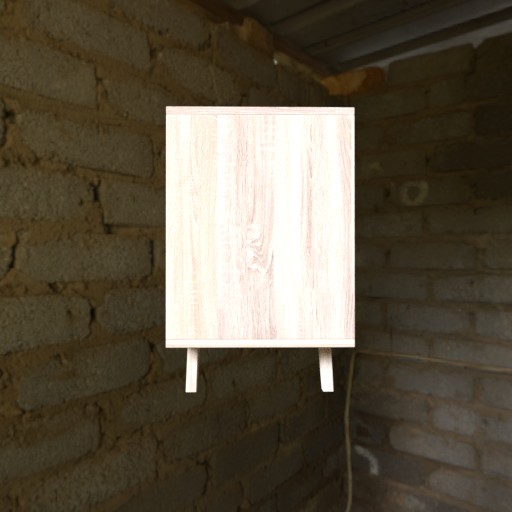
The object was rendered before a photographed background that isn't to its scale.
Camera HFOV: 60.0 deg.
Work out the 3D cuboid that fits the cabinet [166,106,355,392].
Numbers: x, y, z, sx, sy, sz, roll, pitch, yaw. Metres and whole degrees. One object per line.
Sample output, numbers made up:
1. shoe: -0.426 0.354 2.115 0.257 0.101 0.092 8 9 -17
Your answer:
1. cabinet: 0.000 0.000 1.996 0.500 0.780 1.650 0 0 -1
